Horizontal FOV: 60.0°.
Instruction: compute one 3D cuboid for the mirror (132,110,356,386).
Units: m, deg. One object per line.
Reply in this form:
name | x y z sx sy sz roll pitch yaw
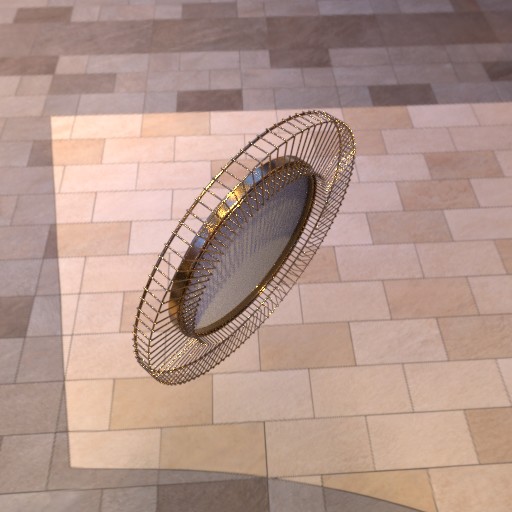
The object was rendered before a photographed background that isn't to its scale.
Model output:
mirror | 0.000 0.000 1.039 0.067 0.703 0.703 36 65 20
